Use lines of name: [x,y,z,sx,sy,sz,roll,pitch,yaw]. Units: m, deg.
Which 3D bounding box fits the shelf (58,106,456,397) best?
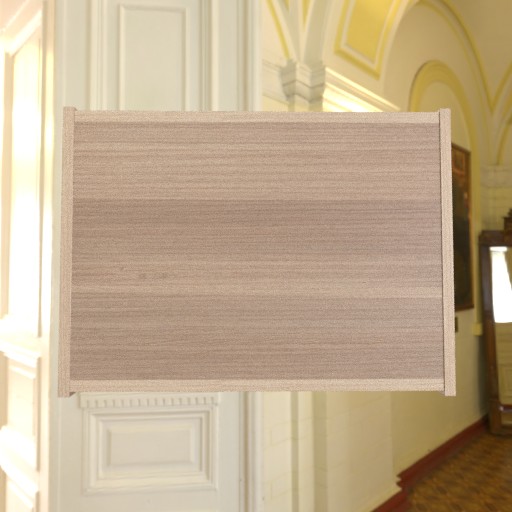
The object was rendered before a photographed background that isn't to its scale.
shelf: [0.000,0.000,0.612,0.415,0.305,0.290,0,-2,-1]
